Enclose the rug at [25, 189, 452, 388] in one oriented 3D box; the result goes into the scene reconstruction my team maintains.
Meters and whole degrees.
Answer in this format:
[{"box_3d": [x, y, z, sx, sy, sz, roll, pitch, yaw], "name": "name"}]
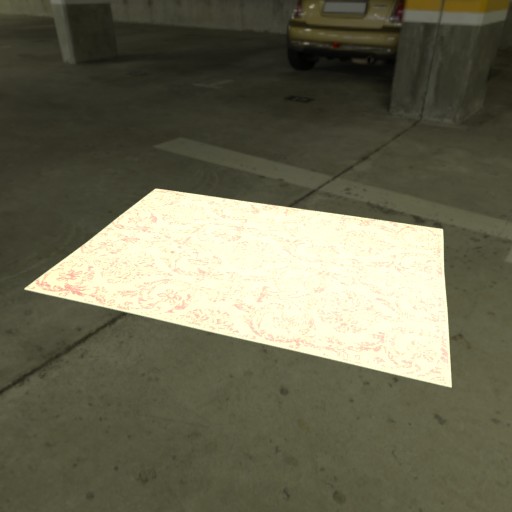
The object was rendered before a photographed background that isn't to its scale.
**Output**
[{"box_3d": [0.000, 0.000, 3.402, 2.746, 0.018, 1.819, 10, 33, 15], "name": "rug"}]
